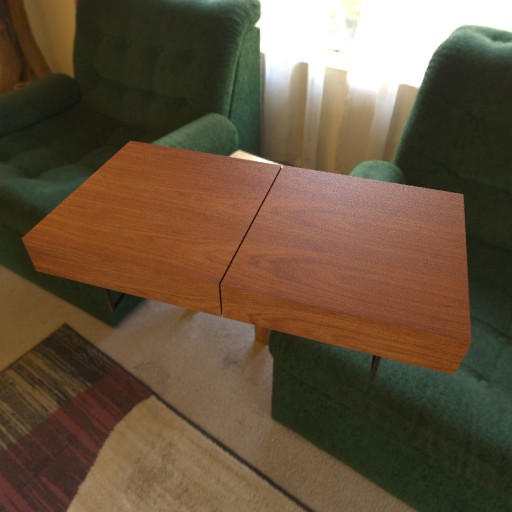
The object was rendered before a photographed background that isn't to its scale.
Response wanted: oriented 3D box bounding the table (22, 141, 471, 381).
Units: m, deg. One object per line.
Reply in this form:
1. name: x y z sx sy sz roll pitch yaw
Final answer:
1. table: 0.000 0.000 1.442 1.194 0.330 0.610 12 43 13
